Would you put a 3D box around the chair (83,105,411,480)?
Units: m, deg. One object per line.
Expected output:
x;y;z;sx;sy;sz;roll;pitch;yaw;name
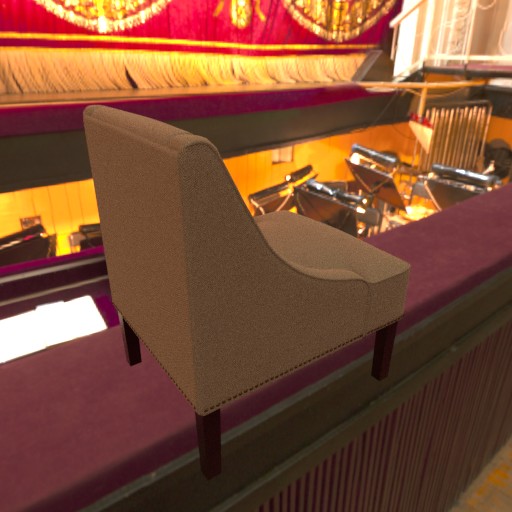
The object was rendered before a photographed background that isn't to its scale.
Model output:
0.000;0.000;1.358;0.748;0.872;0.628;-17;30;-31;chair
